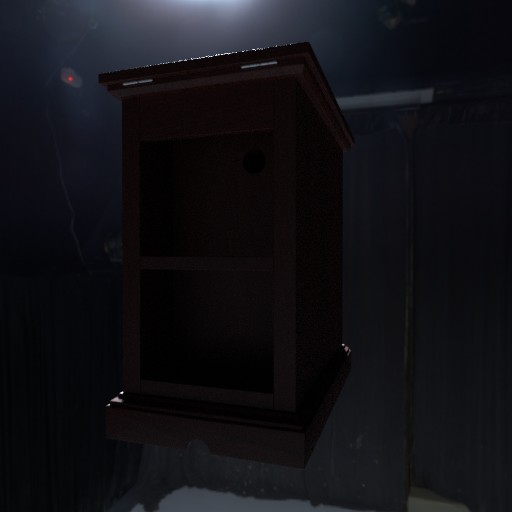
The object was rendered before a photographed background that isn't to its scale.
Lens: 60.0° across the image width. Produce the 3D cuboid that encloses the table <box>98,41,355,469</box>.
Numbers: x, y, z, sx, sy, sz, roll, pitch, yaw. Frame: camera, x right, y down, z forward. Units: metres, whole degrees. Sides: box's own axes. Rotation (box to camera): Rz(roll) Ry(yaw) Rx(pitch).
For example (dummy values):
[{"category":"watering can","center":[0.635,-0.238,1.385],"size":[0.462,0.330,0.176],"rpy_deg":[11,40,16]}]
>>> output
[{"category":"table","center":[0.000,0.000,0.960],"size":[0.356,0.612,0.584],"rpy_deg":[0,1,19]}]
